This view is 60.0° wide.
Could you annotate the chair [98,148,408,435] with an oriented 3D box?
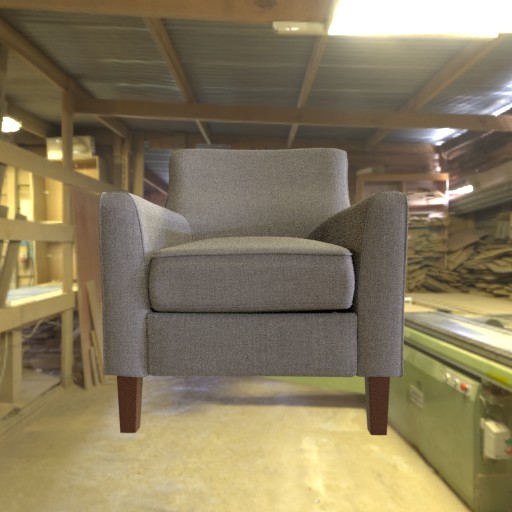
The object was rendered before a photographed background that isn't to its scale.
[{"bbox_3d":[0.000,0.000,1.733,0.887,1.047,0.993,0,0,1],"label":"chair"}]
